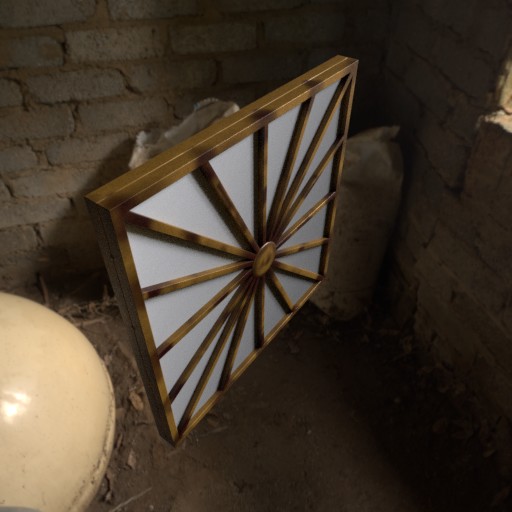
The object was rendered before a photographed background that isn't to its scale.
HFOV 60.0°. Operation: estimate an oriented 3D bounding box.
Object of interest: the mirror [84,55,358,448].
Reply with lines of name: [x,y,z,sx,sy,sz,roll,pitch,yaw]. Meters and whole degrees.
mirror: [0.000,0.000,0.747,0.042,0.507,0.509,27,49,26]
